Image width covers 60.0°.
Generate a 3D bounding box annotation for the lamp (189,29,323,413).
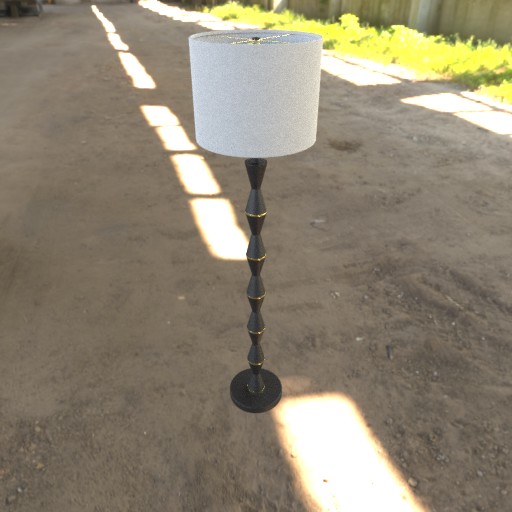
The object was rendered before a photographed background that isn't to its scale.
[{"bbox_3d":[0.000,0.000,1.656,0.381,1.480,0.381,23,38,31],"label":"lamp"}]
